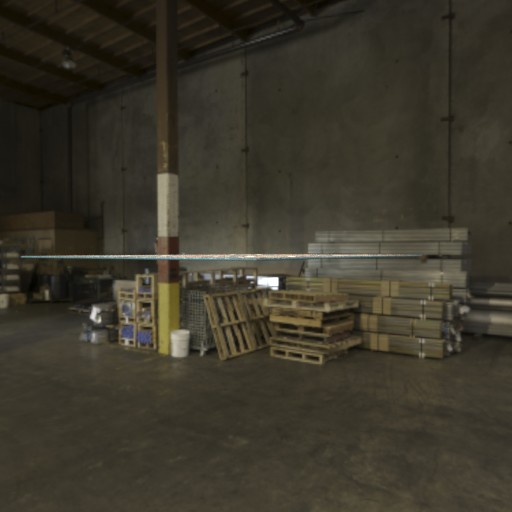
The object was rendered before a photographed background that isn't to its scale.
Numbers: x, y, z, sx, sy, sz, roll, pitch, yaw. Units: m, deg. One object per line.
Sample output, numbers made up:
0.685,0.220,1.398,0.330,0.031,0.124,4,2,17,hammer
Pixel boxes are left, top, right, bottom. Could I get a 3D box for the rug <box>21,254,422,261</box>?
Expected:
0.000,0.000,3.009,1.622,0.009,2.373,0,1,34,rug
